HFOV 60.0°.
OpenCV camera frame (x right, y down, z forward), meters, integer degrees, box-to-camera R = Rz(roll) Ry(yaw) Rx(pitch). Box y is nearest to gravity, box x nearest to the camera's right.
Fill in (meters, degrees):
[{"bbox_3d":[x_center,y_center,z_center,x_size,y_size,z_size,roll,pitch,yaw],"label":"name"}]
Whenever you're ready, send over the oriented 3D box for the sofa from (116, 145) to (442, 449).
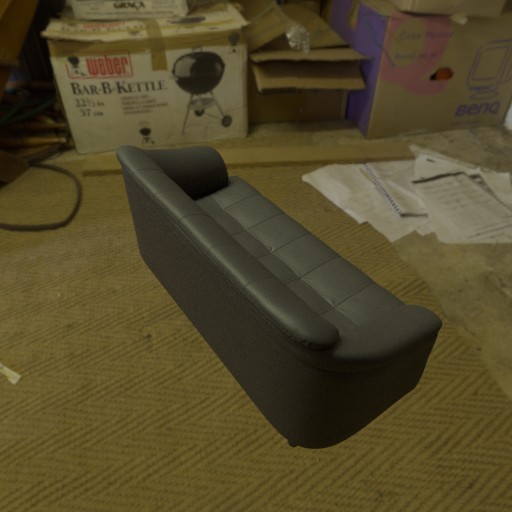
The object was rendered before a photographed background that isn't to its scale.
[{"bbox_3d":[0.000,0.000,2.268,0.800,0.811,1.829,-25,47,-26],"label":"sofa"}]
